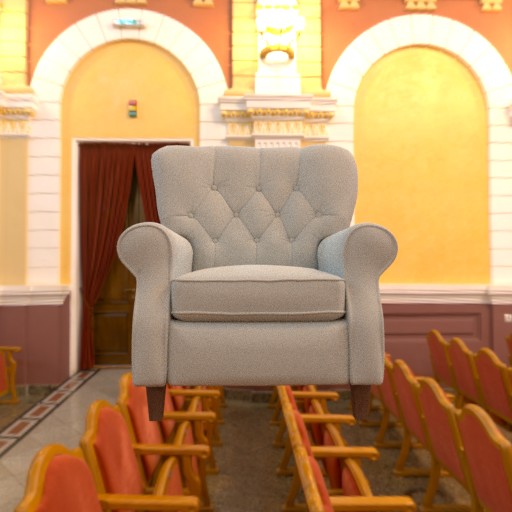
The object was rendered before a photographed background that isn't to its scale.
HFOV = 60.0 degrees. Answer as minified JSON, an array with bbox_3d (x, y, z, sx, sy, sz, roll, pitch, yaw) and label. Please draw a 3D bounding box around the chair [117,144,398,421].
[{"bbox_3d":[0.000,0.000,2.071,1.090,1.217,1.128,0,0,-1],"label":"chair"}]
